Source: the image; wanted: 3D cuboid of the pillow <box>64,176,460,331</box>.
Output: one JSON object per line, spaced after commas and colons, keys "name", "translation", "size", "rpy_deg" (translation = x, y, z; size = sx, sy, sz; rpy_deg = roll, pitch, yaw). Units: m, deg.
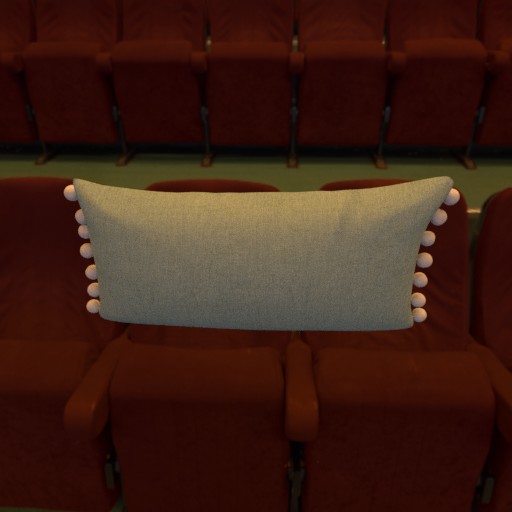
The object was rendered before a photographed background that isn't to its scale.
{"name": "pillow", "translation": [0.000, 0.000, 0.836], "size": [0.709, 0.322, 0.201], "rpy_deg": [1, 30, 2]}
